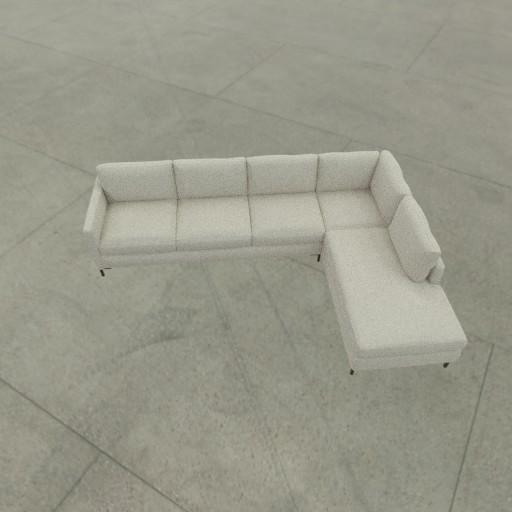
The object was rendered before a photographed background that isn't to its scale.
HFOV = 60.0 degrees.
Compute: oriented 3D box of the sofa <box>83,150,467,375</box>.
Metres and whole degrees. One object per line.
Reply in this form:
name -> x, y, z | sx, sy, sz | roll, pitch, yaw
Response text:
sofa -> 0.000, 0.000, 3.796 | 2.949, 0.815, 2.007 | -3, 47, -3
